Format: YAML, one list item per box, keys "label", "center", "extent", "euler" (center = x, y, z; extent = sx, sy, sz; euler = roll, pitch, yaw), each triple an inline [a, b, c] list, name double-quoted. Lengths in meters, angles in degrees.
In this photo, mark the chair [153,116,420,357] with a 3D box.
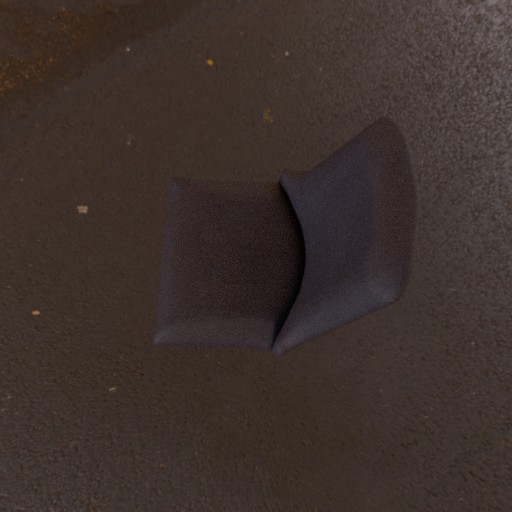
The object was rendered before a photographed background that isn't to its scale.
- label: "chair"
  center: [0.000, 0.000, 1.157]
  extent: [0.567, 0.820, 0.504]
  euler: [3, 74, 1]
